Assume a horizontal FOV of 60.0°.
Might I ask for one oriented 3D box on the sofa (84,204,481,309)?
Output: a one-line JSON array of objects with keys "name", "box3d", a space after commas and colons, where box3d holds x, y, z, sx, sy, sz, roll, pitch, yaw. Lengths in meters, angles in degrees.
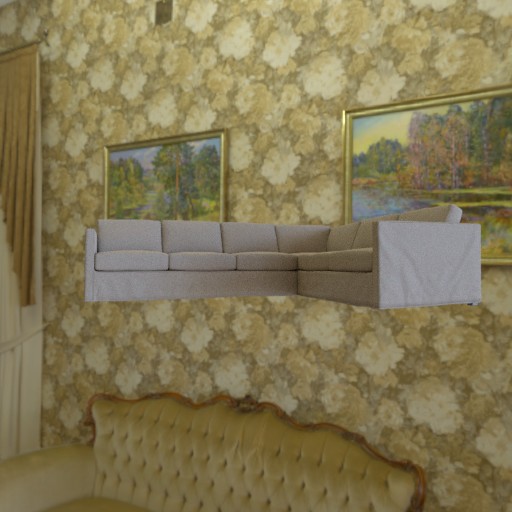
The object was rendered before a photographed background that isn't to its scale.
[{"name": "sofa", "box3d": [0.000, 0.000, 4.348, 3.182, 0.871, 2.432, 0, -1, -18]}]
